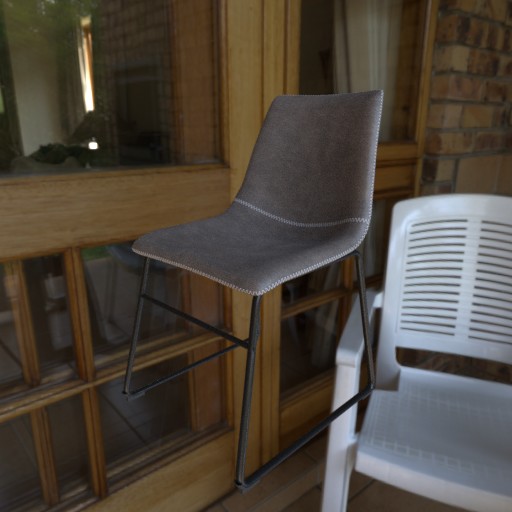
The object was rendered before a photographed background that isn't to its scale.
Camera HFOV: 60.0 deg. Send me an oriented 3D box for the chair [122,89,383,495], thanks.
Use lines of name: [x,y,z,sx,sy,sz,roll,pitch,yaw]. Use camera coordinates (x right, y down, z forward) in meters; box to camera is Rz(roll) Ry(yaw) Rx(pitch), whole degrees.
chair: [0.000,0.000,1.092,0.460,0.780,0.550,16,23,42]
